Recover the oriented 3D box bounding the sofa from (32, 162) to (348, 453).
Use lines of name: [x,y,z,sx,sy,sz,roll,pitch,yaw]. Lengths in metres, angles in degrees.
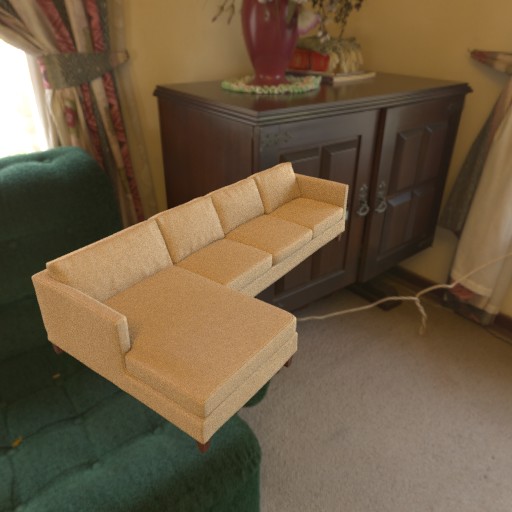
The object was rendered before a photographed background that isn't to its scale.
sofa: [0.000,0.000,3.944,1.625,0.846,3.186,19,33,32]
